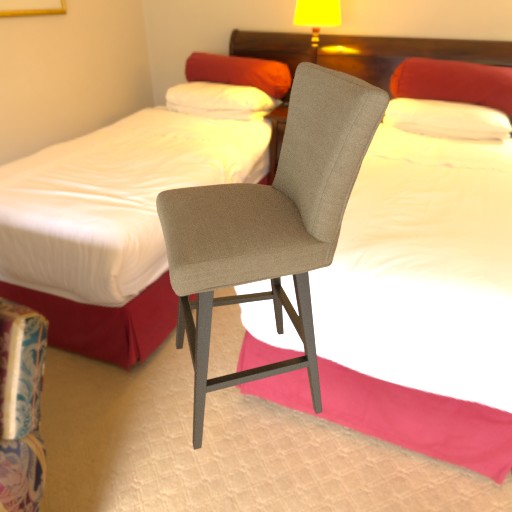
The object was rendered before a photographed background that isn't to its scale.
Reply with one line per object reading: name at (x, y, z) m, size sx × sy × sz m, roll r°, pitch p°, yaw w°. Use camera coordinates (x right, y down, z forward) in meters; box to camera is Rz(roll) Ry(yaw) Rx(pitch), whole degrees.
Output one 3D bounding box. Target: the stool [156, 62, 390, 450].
stool at (0.000, 0.000, 1.431) m, size 0.574 × 1.086 × 0.514 m, roll -8°, pitch 32°, yaw -13°
